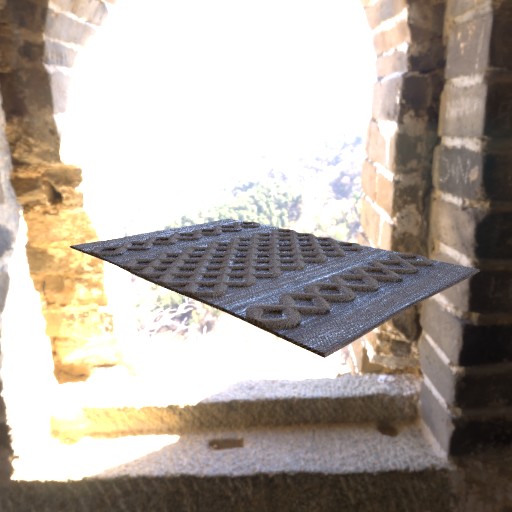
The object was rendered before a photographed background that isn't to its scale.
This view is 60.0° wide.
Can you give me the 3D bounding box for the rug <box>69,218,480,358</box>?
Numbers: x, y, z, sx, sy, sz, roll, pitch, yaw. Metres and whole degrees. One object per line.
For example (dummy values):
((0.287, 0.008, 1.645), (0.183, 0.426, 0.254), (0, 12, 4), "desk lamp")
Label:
((0.000, 0.000, 2.330), (1.222, 0.030, 1.823), (-15, 21, -42), "rug")
